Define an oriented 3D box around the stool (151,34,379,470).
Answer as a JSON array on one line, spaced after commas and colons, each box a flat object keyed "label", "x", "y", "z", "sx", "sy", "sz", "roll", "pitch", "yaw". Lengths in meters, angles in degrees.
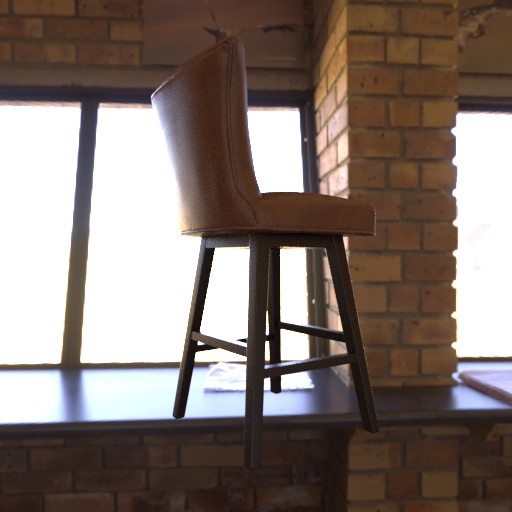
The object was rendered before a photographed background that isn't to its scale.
[{"label": "stool", "x": 0.000, "y": 0.000, "z": 1.423, "sx": 0.585, "sy": 1.094, "sz": 0.522, "roll": 0, "pitch": 0, "yaw": -35}]
